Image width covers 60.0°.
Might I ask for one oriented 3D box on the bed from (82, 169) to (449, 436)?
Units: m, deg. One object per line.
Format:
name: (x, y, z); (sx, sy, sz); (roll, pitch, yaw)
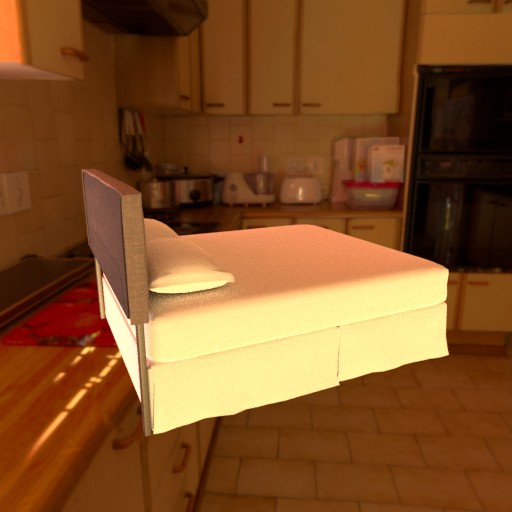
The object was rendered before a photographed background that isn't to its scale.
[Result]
bed: (0.000, 0.000, 2.871); (1.894, 1.089, 1.610); (-7, 16, -25)
